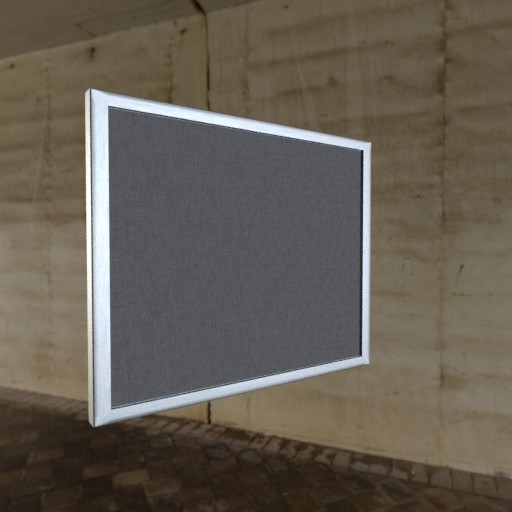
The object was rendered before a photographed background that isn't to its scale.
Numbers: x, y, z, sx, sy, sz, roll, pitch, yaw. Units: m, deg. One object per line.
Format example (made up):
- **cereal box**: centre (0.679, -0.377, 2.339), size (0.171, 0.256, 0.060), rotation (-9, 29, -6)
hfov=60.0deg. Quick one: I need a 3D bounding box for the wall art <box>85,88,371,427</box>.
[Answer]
- **wall art**: centre (0.000, 0.000, 0.764), size (0.556, 0.457, 0.028), rotation (-1, 2, -35)
